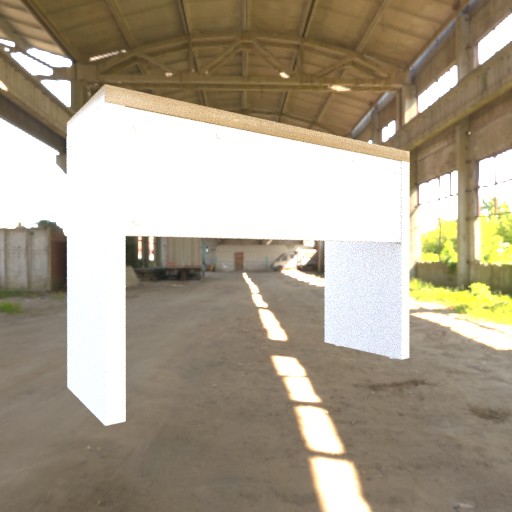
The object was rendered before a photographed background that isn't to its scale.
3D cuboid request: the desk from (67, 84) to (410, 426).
[{"bbox_3d":[0.000,0.000,1.456,1.100,0.760,0.390,0,0,-36],"label":"desk"}]
